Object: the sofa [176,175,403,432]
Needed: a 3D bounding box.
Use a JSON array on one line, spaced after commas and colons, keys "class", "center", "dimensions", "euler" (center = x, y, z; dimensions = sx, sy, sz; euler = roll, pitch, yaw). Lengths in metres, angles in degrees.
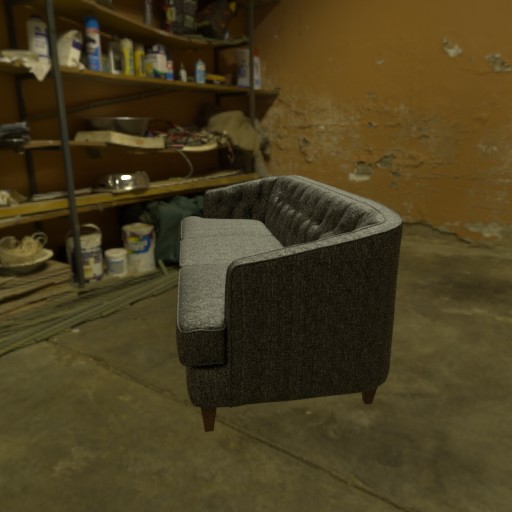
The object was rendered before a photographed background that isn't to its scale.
[{"class": "sofa", "center": [0.000, 0.000, 2.734], "dimensions": [0.941, 0.855, 2.278], "euler": [-2, 15, -8]}]
